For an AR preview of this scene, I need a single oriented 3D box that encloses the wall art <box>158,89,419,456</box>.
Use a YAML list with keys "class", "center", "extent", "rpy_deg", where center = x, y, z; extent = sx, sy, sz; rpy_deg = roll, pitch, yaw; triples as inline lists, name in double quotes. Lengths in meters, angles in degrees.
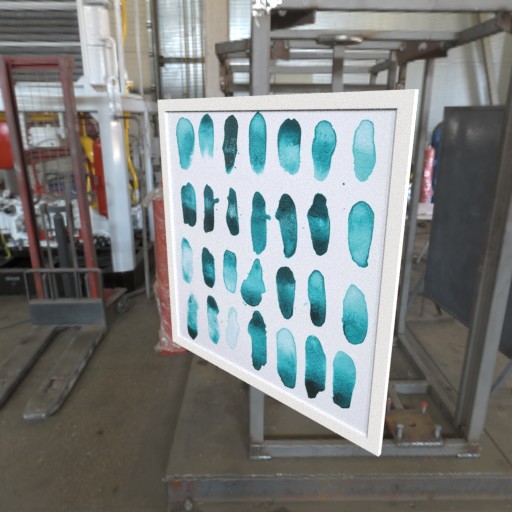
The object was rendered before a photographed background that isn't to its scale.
- class: "wall art"
  center: [0.000, 0.000, 0.822]
  extent: [0.558, 0.559, 0.009]
  rpy_deg: [16, 24, 41]
